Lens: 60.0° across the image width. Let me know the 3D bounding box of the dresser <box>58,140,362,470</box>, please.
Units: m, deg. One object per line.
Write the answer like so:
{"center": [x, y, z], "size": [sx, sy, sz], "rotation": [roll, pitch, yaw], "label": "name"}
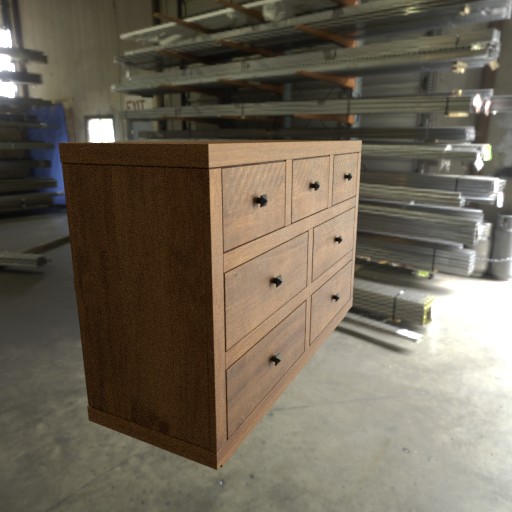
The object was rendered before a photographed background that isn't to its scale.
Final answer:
{"center": [0.000, 0.000, 1.645], "size": [0.479, 0.825, 1.261], "rotation": [8, 17, 26], "label": "dresser"}
